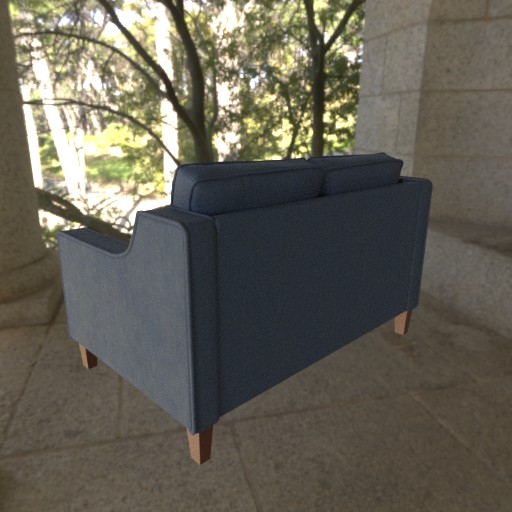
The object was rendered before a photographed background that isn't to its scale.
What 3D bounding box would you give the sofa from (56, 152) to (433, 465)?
[{"bbox_3d":[0.000,0.000,2.127,1.501,0.971,0.987,-15,22,-42],"label":"sofa"}]
